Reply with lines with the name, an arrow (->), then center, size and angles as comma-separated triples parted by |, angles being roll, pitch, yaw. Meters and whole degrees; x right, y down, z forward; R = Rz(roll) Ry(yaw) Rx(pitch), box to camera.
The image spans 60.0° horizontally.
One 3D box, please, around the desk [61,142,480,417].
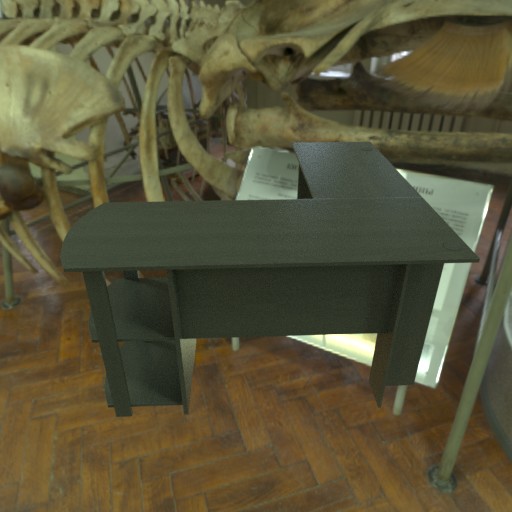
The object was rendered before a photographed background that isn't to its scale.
desk -> 0.000, 0.000, 2.116 | 1.361, 0.716, 1.303 | -1, 30, -2
